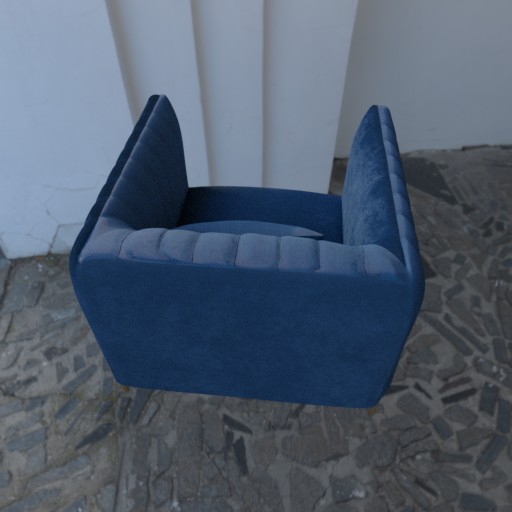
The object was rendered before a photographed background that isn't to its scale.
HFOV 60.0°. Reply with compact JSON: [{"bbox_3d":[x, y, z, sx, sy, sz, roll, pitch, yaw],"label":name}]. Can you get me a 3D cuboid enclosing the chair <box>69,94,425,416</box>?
[{"bbox_3d":[0.000,0.000,1.585,0.947,0.793,0.877,4,47,4],"label":"chair"}]
